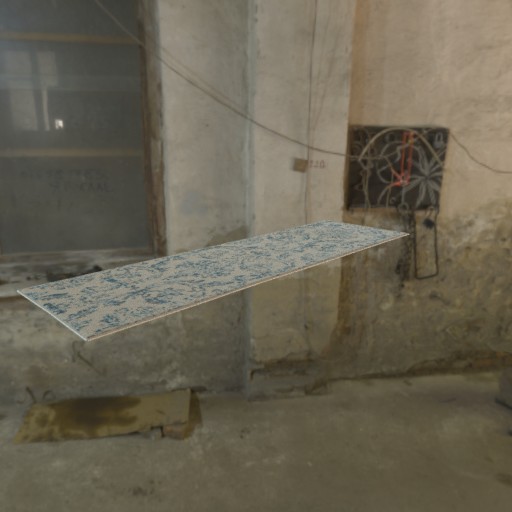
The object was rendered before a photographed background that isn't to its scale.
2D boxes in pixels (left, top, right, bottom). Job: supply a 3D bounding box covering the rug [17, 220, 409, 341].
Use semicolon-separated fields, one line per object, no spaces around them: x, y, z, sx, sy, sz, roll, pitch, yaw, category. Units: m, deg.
0.000;0.000;2.391;0.662;0.011;2.196;15;22;43;rug
